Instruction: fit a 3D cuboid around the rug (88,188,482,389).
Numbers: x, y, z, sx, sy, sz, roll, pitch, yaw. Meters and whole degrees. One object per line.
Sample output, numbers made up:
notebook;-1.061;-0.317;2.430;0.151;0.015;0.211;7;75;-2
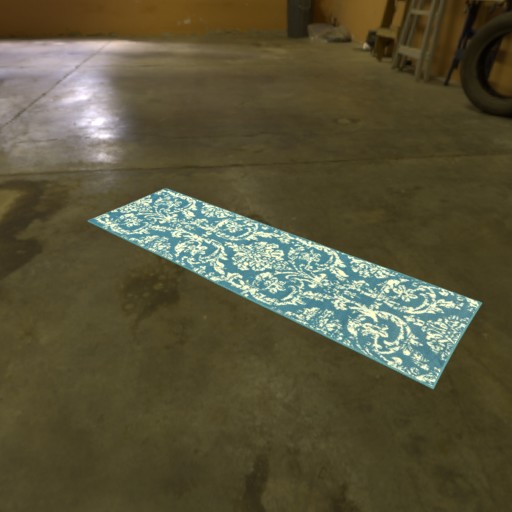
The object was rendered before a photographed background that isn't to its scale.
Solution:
rug;0.000;0.000;2.446;2.196;0.011;0.662;23;38;32
